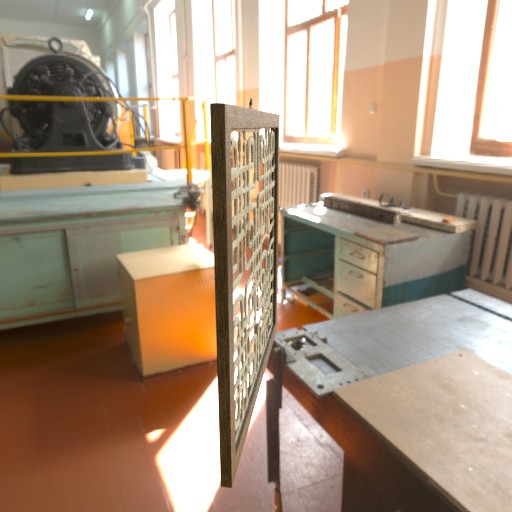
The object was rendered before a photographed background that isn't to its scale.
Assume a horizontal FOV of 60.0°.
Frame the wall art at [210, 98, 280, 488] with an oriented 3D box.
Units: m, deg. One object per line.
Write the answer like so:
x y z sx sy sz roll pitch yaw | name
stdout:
0.000 0.000 0.866 0.021 0.582 0.561 3 17 9 | wall art
